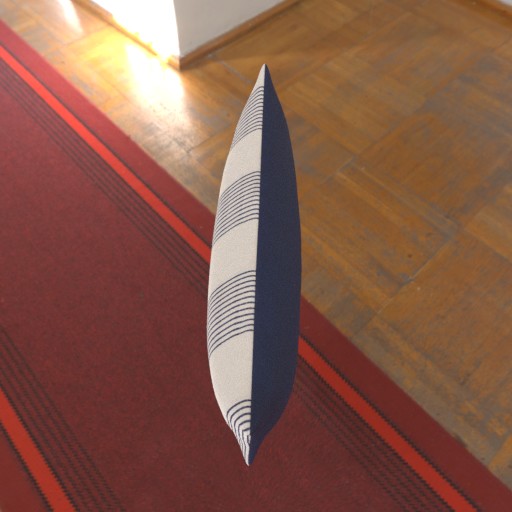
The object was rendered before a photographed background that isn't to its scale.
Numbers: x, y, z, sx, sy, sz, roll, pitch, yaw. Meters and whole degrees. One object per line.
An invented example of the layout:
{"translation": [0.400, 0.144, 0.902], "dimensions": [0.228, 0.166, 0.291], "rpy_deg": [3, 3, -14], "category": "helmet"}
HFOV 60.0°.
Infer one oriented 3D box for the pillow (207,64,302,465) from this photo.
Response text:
{"translation": [0.000, 0.000, 0.739], "dimensions": [0.151, 0.287, 0.610], "rpy_deg": [2, 59, 1], "category": "pillow"}
